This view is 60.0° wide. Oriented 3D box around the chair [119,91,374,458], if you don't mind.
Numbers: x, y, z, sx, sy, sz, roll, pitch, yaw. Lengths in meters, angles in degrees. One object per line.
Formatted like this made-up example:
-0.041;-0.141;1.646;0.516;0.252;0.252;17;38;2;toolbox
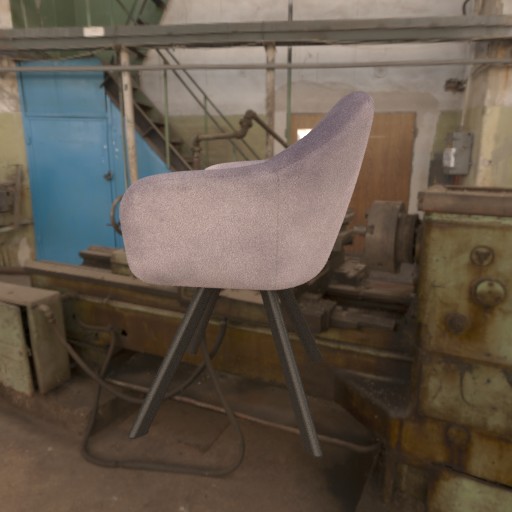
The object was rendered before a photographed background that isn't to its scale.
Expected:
0.000;0.000;1.129;0.540;0.780;0.570;2;14;8;chair
